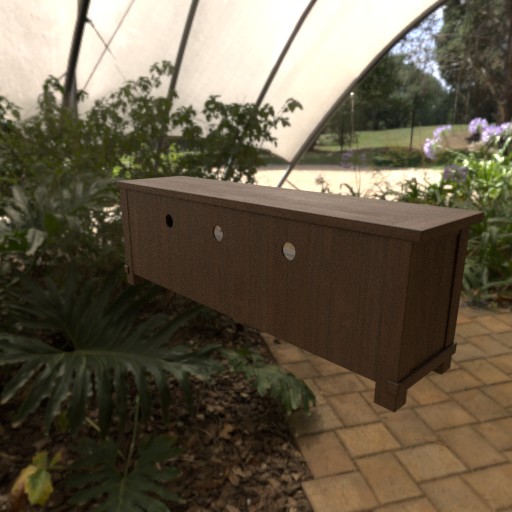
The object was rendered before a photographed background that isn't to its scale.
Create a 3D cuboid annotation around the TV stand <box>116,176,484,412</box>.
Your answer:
[{"bbox_3d":[0.000,0.000,2.148,0.471,0.615,1.866,-14,21,-41],"label":"TV stand"}]
